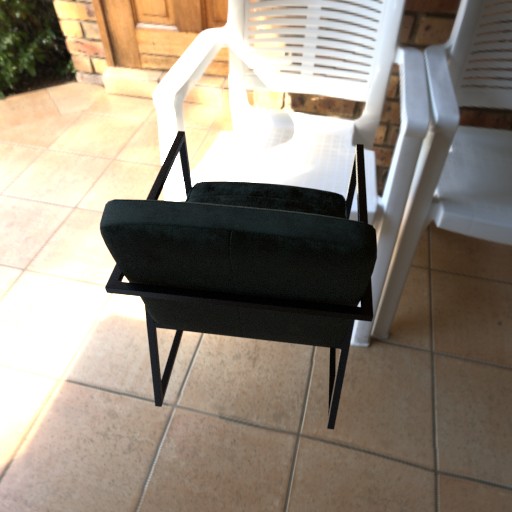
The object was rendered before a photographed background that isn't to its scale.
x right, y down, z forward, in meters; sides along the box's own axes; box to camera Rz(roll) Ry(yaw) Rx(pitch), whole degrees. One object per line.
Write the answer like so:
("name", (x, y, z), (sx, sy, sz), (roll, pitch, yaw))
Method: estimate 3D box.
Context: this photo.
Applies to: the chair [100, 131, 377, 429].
("chair", (0.000, 0.000, 1.296), (0.571, 0.833, 0.677), (6, 47, 5))
